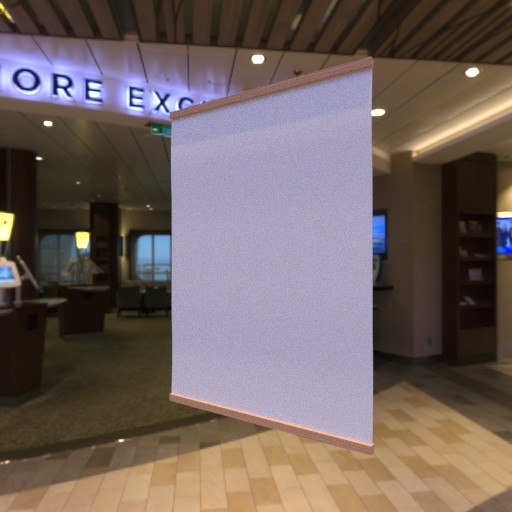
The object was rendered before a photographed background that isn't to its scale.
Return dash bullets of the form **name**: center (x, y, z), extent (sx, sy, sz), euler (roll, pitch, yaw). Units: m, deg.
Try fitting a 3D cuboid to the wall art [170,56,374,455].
- **wall art**: center (0.000, 0.000, 1.354), extent (0.739, 1.016, 0.020), euler (0, 0, 36)
